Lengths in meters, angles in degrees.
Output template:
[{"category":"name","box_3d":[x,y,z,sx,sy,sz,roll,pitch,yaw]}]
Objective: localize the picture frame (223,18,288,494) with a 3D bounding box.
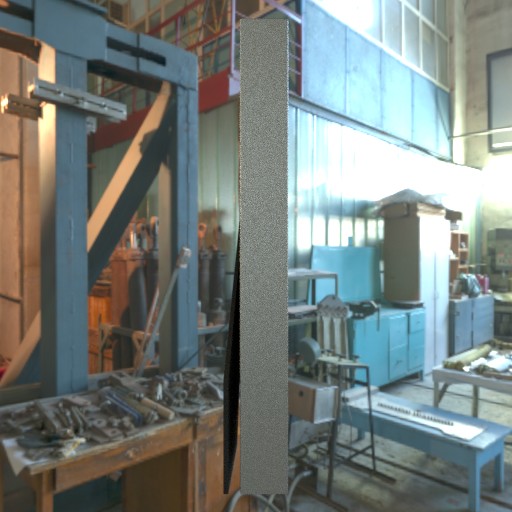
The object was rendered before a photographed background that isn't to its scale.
[{"category":"picture frame","box_3d":[0.000,0.000,0.272,0.028,0.208,0.157,0,0,0]}]
